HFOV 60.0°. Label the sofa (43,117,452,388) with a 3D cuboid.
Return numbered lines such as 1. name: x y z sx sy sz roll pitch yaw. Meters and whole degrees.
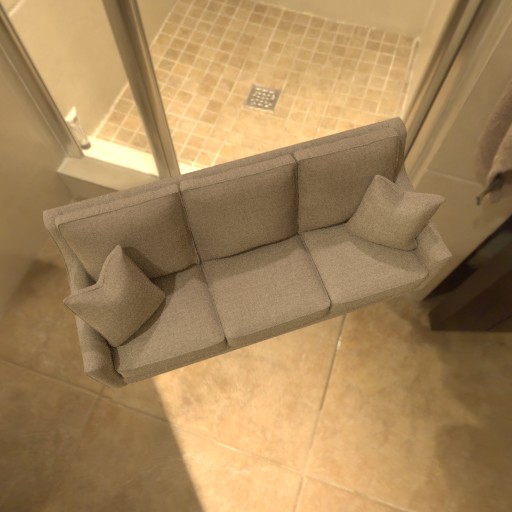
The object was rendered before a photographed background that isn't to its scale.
1. sofa: 0.000 0.000 2.530 2.031 0.914 0.865 -17 65 -8
